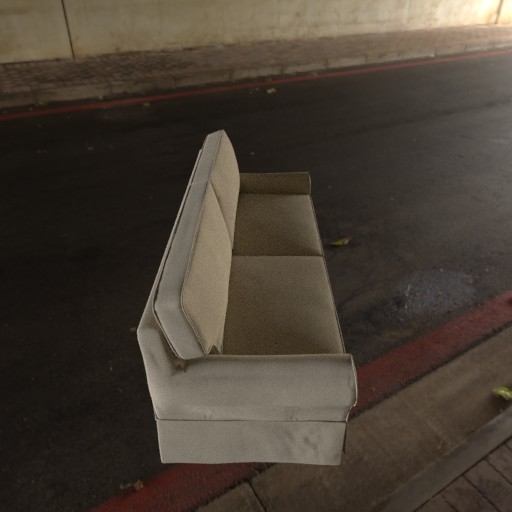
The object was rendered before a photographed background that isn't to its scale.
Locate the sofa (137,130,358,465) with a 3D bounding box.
[{"bbox_3d":[0.000,0.000,2.730,0.900,1.014,2.246,0,32,1],"label":"sofa"}]
